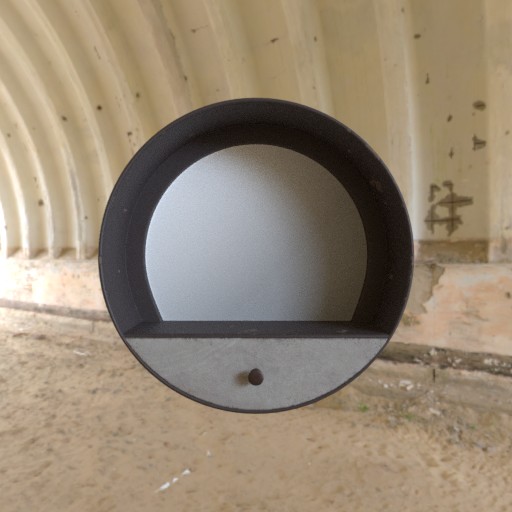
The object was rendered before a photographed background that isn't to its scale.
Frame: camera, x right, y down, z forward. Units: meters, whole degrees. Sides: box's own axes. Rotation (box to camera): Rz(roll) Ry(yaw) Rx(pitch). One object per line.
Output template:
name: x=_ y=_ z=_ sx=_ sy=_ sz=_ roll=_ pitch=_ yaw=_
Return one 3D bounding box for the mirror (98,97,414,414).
mirror: x=0.000 y=0.000 z=0.584 sx=0.386 sy=0.386 sz=0.126 roll=0 pitch=1 yaw=0
